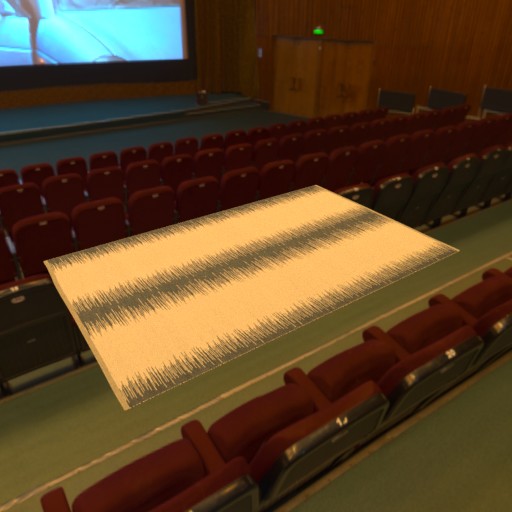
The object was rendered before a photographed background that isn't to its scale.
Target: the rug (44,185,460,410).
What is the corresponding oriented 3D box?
[{"bbox_3d":[0.000,0.000,3.053,2.453,0.003,1.519,-19,36,-29],"label":"rug"}]
